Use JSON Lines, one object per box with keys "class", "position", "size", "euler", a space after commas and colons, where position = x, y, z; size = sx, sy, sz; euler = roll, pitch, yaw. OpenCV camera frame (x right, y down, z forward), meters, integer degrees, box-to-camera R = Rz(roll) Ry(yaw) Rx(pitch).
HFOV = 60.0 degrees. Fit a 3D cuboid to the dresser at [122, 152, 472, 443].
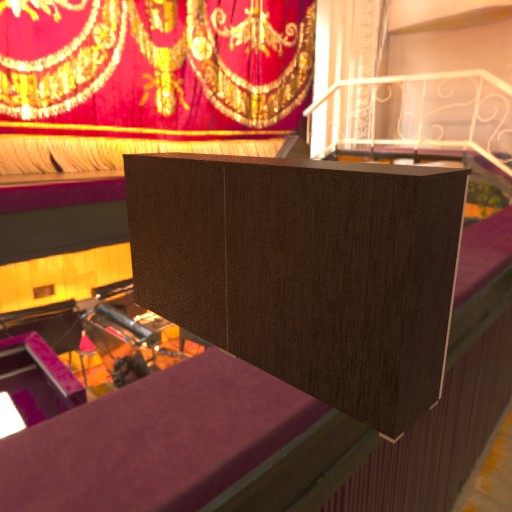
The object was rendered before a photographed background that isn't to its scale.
{"class": "dresser", "position": [0.000, 0.000, 1.855], "size": [0.333, 0.790, 1.535], "euler": [-15, 21, -42]}
